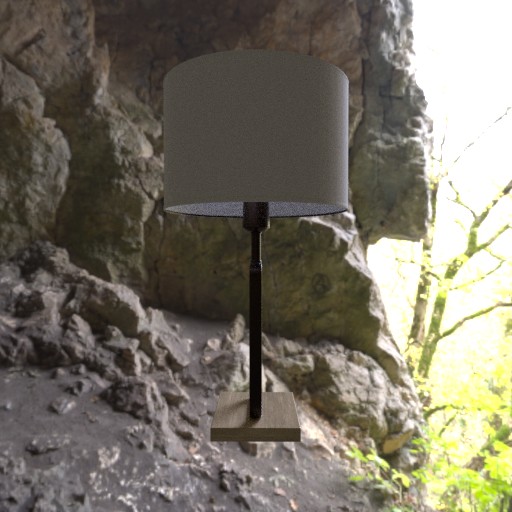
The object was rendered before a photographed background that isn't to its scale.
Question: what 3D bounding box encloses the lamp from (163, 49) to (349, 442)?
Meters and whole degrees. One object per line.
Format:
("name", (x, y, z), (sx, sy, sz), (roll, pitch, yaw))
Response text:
("lamp", (0.000, 0.000, 0.683), (0.279, 0.508, 0.279), (0, 1, 1))
